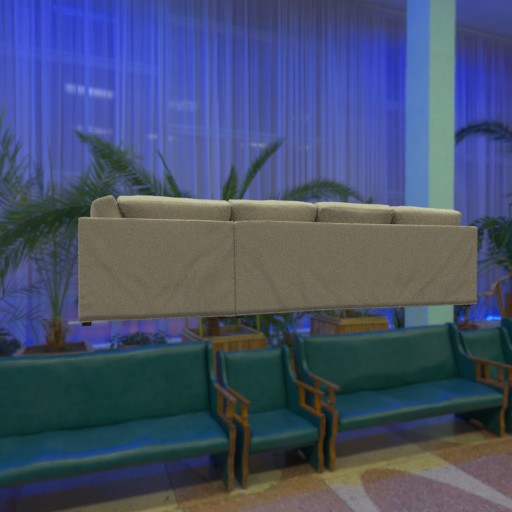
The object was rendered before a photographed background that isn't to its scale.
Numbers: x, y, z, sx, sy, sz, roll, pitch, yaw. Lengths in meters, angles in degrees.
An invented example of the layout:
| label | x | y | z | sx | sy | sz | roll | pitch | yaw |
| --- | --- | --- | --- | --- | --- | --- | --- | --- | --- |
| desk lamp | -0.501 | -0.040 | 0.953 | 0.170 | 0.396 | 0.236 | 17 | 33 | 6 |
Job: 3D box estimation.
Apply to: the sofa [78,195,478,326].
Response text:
| label | x | y | z | sx | sy | sz | roll | pitch | yaw |
| --- | --- | --- | --- | --- | --- | --- | --- | --- | --- |
| sofa | 0.000 | 0.000 | 4.399 | 3.182 | 0.871 | 2.432 | 0 | 1 | -19 |
